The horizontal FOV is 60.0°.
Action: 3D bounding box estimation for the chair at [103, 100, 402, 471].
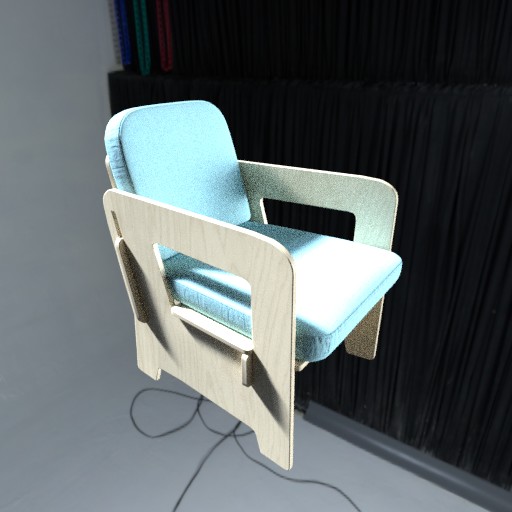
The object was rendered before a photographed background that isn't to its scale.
[{"bbox_3d":[0.000,0.000,1.268,0.710,0.800,0.590,16,29,32],"label":"chair"}]
